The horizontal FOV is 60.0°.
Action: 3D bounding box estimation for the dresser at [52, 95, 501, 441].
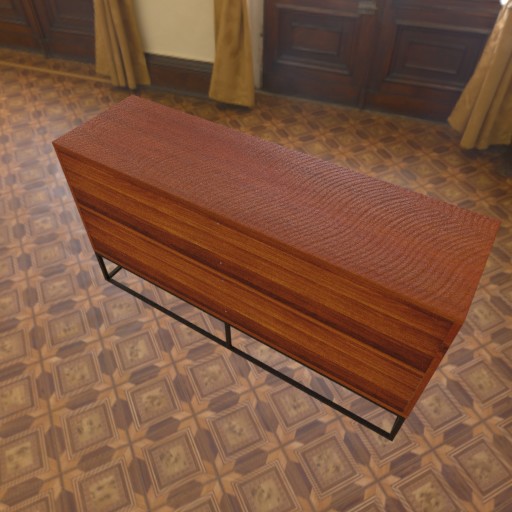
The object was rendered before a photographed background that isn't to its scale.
[{"bbox_3d":[0.000,0.000,1.826,1.536,0.810,0.464,25,52,21],"label":"dresser"}]
